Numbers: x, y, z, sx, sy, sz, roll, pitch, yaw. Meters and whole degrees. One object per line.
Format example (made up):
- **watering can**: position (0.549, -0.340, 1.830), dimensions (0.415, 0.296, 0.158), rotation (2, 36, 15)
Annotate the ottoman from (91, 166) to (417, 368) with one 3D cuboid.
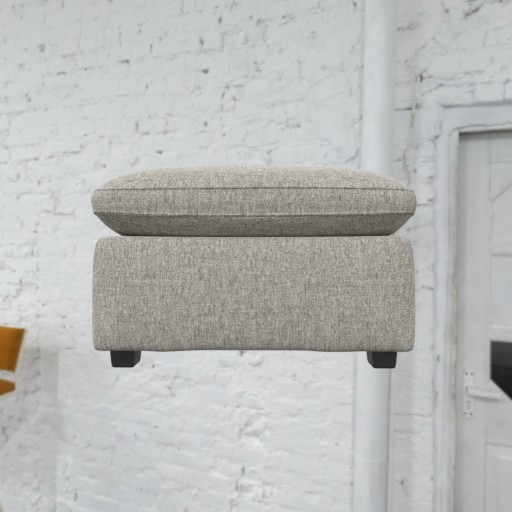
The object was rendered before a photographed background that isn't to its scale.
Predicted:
- **ottoman**: position (0.000, 0.000, 1.346), dimensions (0.694, 0.451, 0.977), rotation (0, 1, 1)
